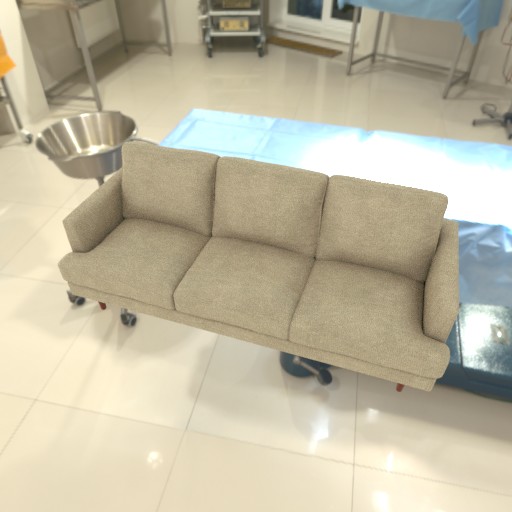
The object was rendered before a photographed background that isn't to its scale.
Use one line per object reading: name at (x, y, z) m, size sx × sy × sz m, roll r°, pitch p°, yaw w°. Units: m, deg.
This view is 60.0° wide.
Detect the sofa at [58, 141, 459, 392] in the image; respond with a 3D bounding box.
sofa at (0.000, 0.000, 2.679) m, size 2.246 × 0.930 × 0.903 m, roll 12°, pitch 42°, yaw 14°
